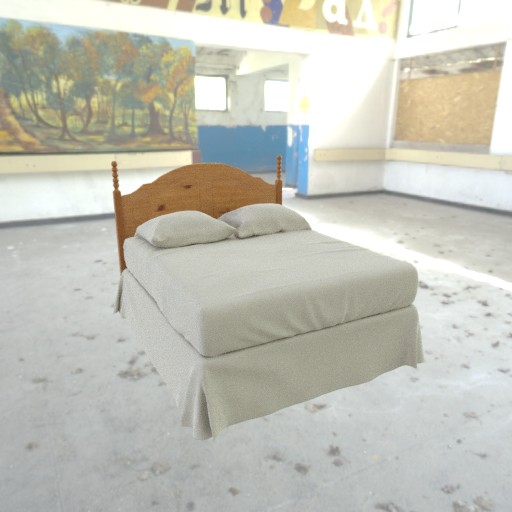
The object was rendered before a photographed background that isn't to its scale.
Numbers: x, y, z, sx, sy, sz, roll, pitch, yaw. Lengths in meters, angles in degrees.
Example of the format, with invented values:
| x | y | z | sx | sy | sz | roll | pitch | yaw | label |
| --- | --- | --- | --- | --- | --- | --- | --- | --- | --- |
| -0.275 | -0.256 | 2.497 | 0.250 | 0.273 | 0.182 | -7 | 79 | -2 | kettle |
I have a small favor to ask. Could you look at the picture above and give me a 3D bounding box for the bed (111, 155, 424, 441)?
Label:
| x | y | z | sx | sy | sz | roll | pitch | yaw | label |
| --- | --- | --- | --- | --- | --- | --- | --- | --- | --- |
| 0.000 | 0.000 | 3.397 | 1.873 | 1.356 | 2.040 | -9 | 19 | -27 | bed |
